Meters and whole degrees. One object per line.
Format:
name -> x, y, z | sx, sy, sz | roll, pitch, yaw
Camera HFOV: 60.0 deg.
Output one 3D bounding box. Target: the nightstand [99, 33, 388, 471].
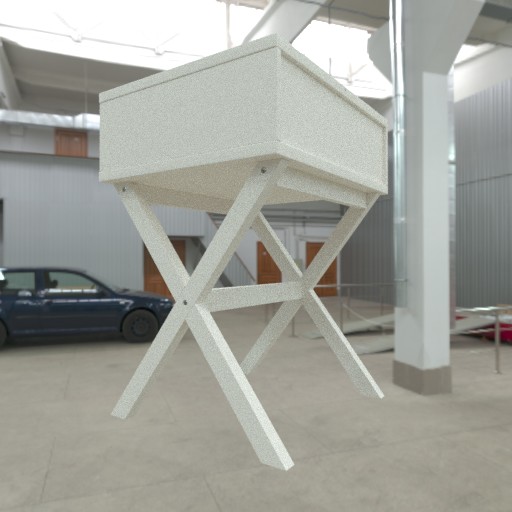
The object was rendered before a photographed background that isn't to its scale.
nightstand -> 0.000, 0.000, 0.930 | 0.402, 0.623, 0.479 | 0, 0, 35
